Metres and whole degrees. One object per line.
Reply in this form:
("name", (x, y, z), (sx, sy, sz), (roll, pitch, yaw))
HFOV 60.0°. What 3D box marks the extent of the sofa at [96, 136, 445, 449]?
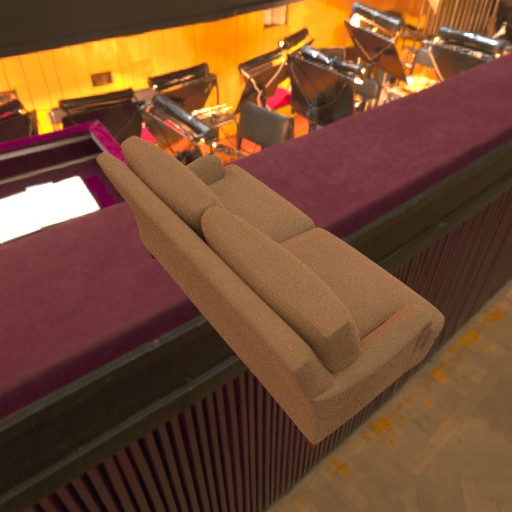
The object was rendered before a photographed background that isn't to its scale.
("sofa", (0.000, 0.000, 2.724), (1.091, 0.997, 2.070), (-26, 47, -26))
